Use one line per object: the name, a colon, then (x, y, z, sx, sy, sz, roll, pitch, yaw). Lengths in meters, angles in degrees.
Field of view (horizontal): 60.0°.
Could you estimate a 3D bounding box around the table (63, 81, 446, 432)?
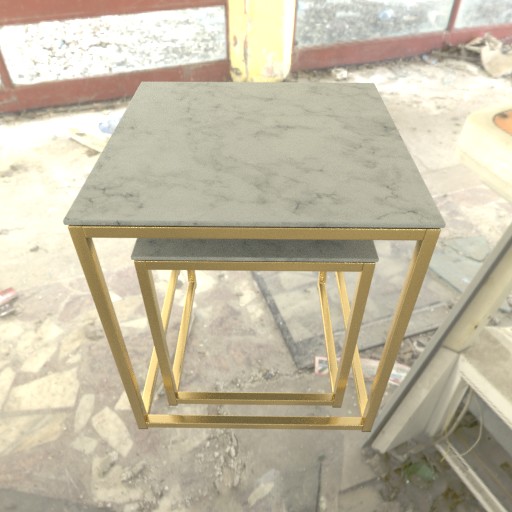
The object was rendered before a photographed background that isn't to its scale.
table: (0.000, 0.000, 0.852, 0.450, 0.500, 0.450, 1, 41, 1)
